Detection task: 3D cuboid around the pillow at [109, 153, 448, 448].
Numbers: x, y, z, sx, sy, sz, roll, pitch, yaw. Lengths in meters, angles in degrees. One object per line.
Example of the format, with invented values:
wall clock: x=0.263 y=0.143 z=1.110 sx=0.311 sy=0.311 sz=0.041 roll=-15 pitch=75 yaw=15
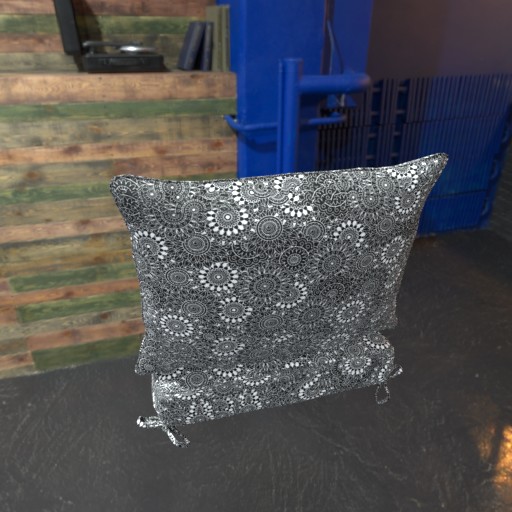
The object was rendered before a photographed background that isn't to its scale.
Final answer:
pillow: x=0.000 y=0.000 z=1.346 sx=0.798 sy=0.722 sz=0.740 roll=-7 pitch=28 yaw=-14
